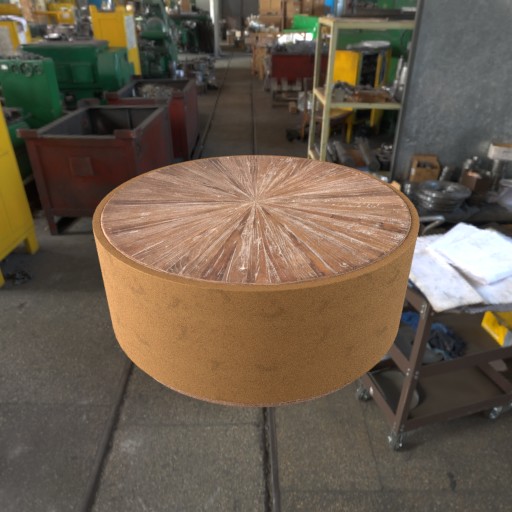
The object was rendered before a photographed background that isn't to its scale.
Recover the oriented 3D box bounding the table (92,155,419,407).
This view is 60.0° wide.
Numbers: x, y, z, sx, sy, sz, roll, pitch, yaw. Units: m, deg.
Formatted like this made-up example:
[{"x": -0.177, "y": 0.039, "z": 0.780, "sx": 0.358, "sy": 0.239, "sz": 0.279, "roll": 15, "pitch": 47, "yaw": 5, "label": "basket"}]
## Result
[{"x": 0.000, "y": 0.000, "z": 1.522, "sx": 1.001, "sy": 0.409, "sz": 1.001, "roll": 0, "pitch": 30, "yaw": 0, "label": "table"}]
